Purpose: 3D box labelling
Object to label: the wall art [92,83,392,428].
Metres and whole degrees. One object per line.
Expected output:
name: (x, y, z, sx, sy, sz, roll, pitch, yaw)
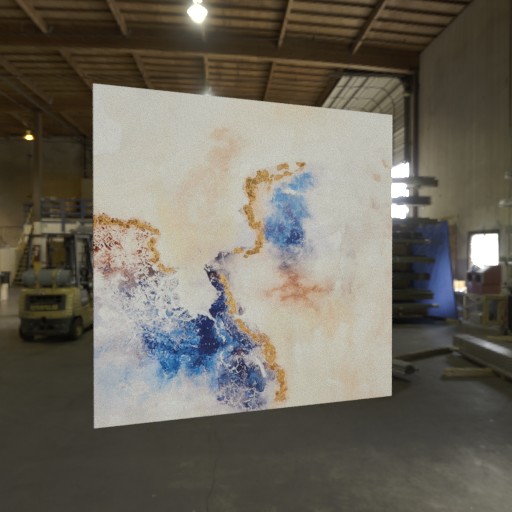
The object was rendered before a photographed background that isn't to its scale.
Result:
wall art: (0.000, 0.000, 1.288, 0.889, 0.889, 0.038, 0, 0, -17)
